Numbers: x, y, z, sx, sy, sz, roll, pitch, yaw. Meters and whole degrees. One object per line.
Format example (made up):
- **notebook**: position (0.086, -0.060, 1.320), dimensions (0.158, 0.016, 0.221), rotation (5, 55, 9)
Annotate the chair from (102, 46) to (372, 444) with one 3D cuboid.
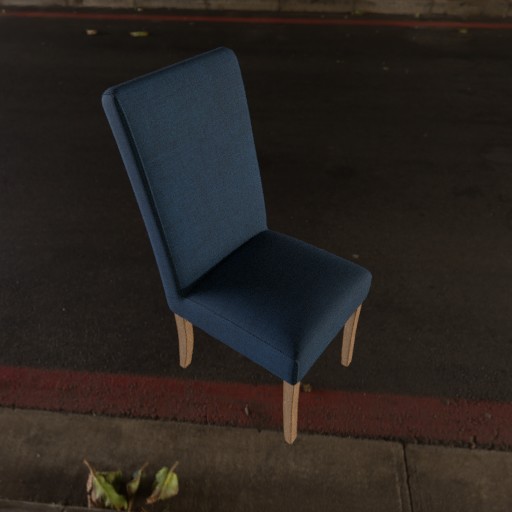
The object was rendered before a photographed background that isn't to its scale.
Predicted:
- **chair**: position (0.000, 0.000, 1.366), dimensions (0.610, 1.029, 0.450), rotation (27, 48, 27)
